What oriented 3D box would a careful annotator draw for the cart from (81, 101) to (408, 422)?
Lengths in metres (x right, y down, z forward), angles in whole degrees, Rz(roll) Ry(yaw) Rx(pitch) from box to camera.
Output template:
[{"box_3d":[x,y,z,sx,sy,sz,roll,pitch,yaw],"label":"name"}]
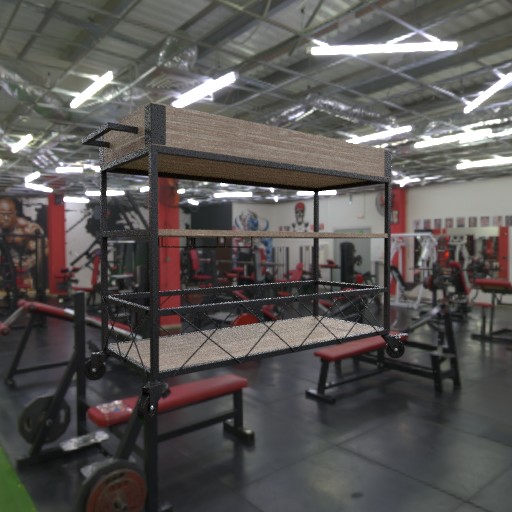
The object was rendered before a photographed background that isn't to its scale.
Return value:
[{"box_3d":[0.000,0.000,1.544,1.101,0.787,0.500,-1,2,-37],"label":"cart"}]
